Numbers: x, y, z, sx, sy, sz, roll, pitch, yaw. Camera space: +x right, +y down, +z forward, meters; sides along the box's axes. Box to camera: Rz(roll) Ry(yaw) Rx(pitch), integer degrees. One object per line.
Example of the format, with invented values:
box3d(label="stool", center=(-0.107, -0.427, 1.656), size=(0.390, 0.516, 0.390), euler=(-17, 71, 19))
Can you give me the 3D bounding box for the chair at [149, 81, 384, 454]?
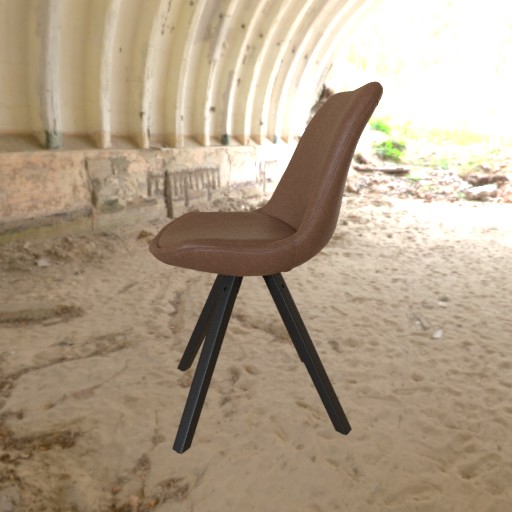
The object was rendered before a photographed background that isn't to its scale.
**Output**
box3d(label="chair", center=(0.000, 0.000, 1.178), size=(0.550, 0.850, 0.475), euler=(-2, 15, -8))
